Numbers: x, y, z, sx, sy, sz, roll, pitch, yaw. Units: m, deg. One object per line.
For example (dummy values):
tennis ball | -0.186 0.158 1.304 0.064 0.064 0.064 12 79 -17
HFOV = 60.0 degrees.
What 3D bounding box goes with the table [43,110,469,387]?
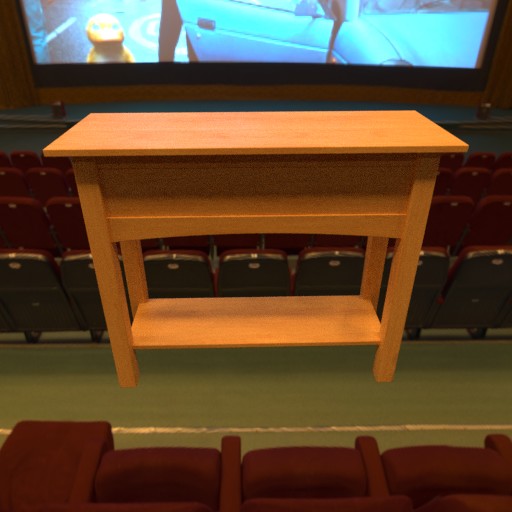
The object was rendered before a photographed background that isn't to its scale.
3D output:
table | 0.000 0.000 1.263 0.900 0.728 0.340 -1 30 -1
